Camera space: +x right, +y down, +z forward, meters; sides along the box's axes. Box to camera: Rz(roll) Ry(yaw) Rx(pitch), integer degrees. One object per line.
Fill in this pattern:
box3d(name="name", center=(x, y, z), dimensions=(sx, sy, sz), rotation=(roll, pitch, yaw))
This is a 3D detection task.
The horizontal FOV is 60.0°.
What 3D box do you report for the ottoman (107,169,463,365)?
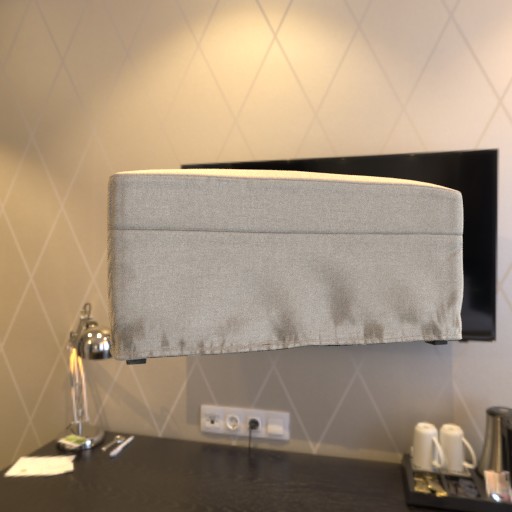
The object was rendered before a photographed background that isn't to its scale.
box3d(name="ottoman", center=(0.000, 0.000, 1.350), dimensions=(0.840, 0.436, 0.843), rotation=(0, 0, -16))
